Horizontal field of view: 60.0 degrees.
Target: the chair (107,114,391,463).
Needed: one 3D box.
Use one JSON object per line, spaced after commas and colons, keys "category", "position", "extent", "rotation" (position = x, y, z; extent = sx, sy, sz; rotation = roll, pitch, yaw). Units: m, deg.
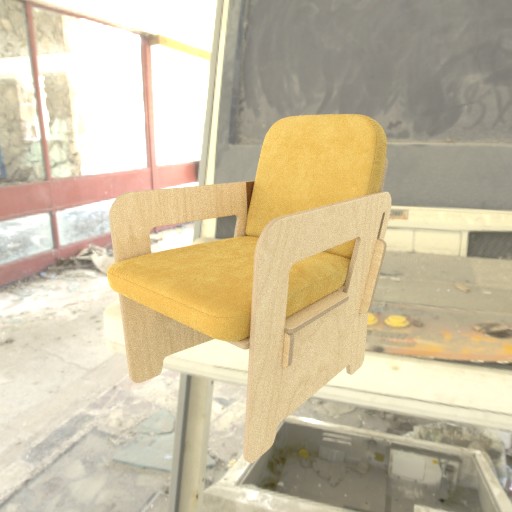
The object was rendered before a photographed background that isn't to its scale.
{"category": "chair", "position": [0.000, 0.000, 1.290], "extent": [0.590, 0.800, 0.710], "rotation": [15, 21, 42]}
